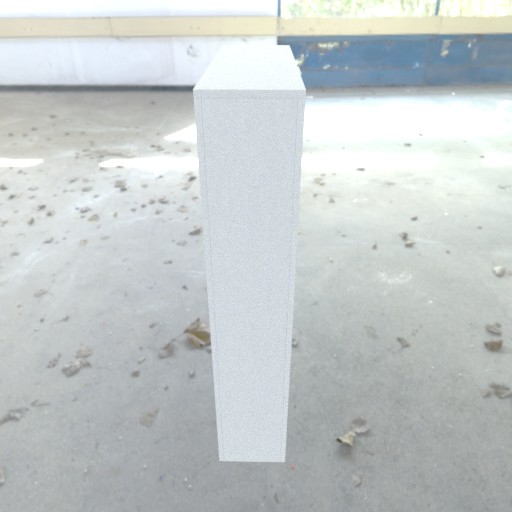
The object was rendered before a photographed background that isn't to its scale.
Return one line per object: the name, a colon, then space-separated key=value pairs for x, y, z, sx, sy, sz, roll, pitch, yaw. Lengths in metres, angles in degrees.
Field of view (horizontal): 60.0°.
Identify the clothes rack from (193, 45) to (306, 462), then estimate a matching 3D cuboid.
clothes rack: x=0.000 y=0.000 z=1.578 sx=0.250 sy=1.280 sz=0.750 roll=1 pitch=32 yaw=1
